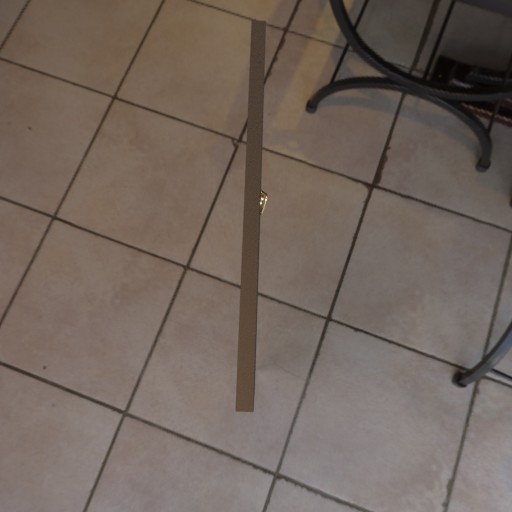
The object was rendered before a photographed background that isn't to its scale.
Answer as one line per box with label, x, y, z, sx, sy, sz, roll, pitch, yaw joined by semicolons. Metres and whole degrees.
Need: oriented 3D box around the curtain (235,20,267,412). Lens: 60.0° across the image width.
curtain;0.000;0.000;0.801;0.027;0.585;0.483;2;76;0
